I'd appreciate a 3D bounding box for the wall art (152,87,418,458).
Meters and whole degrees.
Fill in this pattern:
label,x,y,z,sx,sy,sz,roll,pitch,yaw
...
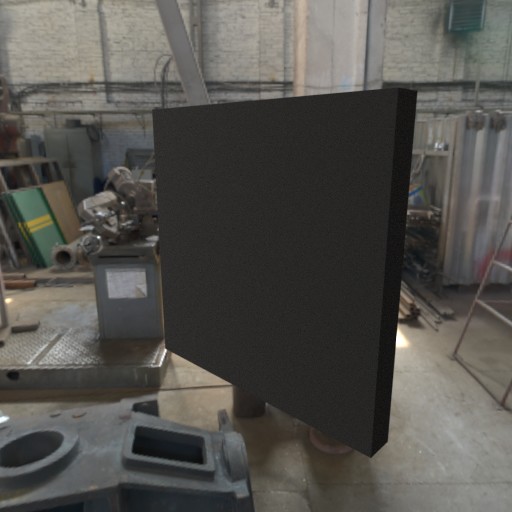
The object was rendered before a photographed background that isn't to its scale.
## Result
label,x,y,z,sx,sy,sz,roll,pitch,yaw
wall art,0.000,0.000,0.464,0.308,0.305,0.030,13,19,42
